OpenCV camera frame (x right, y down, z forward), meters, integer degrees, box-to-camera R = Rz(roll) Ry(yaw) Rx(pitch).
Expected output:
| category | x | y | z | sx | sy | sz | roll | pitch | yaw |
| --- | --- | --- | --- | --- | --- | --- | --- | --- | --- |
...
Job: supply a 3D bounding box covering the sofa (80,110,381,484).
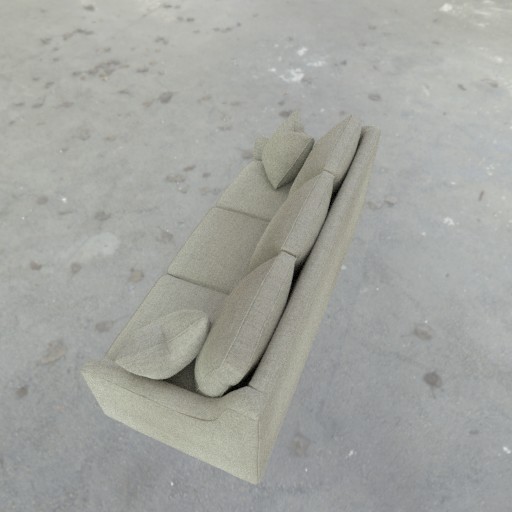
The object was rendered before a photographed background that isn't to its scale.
| category | x | y | z | sx | sy | sz | roll | pitch | yaw |
| --- | --- | --- | --- | --- | --- | --- | --- | --- | --- |
| sofa | 0.000 | 0.000 | 2.477 | 0.865 | 0.914 | 2.031 | 17 | 49 | 15 |
